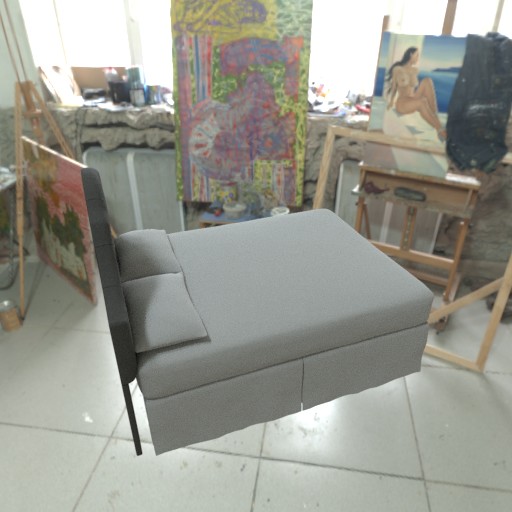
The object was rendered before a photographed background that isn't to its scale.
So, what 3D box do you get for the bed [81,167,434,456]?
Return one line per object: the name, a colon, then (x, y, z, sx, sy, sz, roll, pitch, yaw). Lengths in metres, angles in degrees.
bed: (0.000, 0.000, 3.274, 2.155, 1.575, 1.636, -11, 32, -18)
